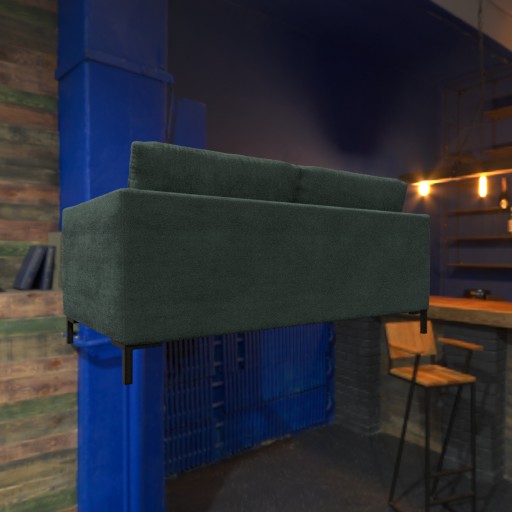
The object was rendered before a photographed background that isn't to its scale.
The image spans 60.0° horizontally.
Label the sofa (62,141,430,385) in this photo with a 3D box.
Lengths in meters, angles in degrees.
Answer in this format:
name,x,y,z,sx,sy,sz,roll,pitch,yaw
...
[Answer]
name,x,y,z,sx,sy,sz,roll,pitch,yaw
sofa,0.000,0.000,2.210,1.676,0.817,0.875,0,0,-35
